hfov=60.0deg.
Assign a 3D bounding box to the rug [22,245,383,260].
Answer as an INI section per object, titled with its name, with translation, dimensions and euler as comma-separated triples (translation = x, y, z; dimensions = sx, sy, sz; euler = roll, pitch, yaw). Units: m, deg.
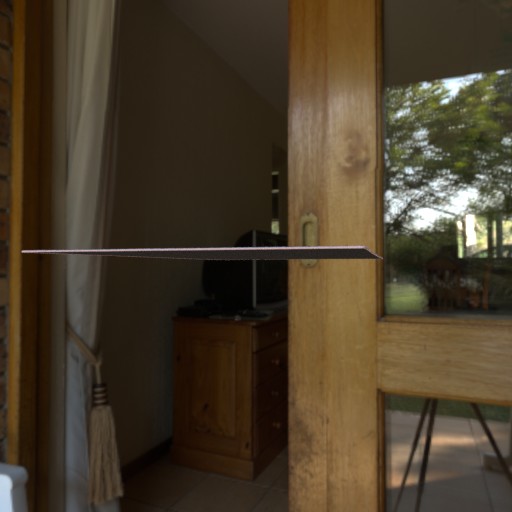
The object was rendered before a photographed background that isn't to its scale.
[rug]
translation = 0.000, 0.000, 2.295
dimensions = 1.219, 0.009, 1.829
euler = 0, -1, 18
